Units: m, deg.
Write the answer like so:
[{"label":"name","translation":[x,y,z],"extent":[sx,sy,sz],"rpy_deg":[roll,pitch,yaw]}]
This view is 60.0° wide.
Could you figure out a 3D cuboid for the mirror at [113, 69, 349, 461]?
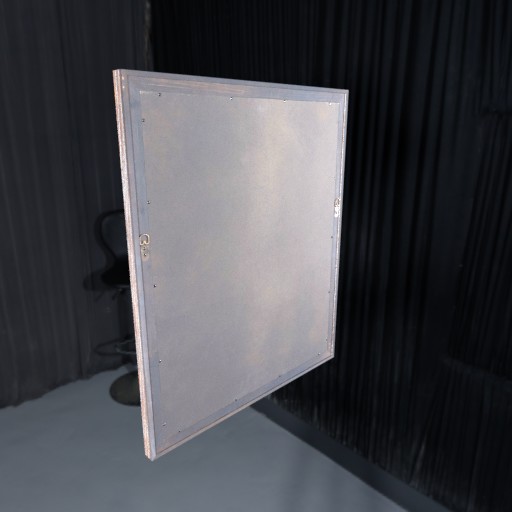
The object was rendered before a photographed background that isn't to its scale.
[{"label":"mirror","translation":[0.000,0.000,1.205],"extent":[0.730,0.882,0.032],"rpy_deg":[-15,22,-42]}]
